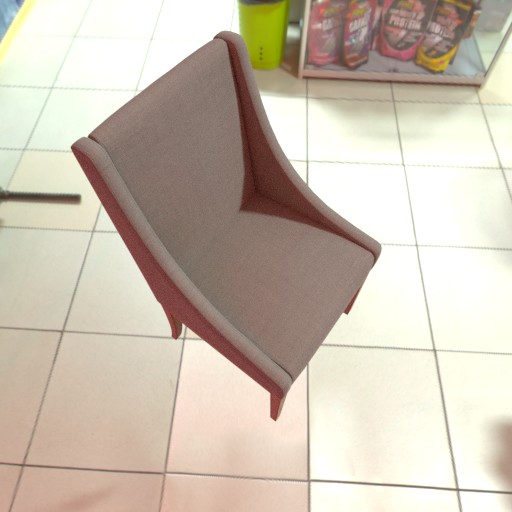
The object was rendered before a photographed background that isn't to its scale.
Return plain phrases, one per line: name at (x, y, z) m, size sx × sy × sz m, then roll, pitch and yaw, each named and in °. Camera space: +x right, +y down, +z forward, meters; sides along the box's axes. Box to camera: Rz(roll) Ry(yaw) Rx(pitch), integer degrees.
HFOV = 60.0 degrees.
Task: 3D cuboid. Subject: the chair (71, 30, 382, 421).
chair at (0.000, 0.000, 1.377) m, size 0.611 × 1.021 × 0.575 m, roll 32°, pitch 64°, yaw 18°
